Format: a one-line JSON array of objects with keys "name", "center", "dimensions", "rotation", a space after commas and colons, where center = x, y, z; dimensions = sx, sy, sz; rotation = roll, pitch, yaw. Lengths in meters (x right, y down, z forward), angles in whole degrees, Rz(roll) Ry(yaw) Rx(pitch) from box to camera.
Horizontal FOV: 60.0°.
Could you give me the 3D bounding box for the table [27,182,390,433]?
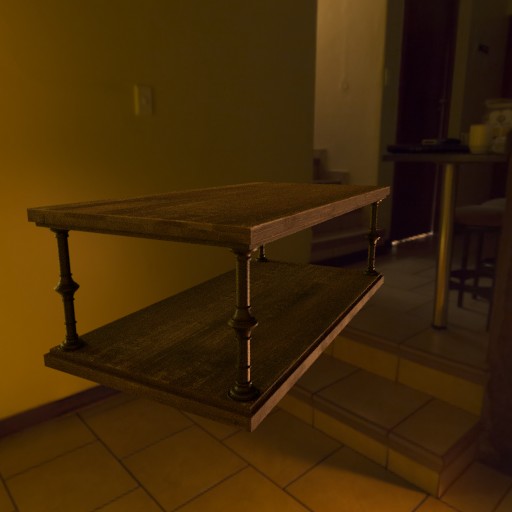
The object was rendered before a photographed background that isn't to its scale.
[{"name": "table", "center": [0.000, 0.000, 1.348], "dimensions": [0.554, 0.373, 1.088], "rotation": [7, 14, 27]}]
